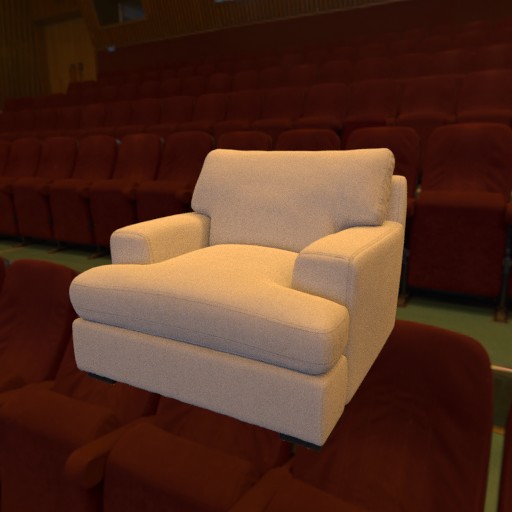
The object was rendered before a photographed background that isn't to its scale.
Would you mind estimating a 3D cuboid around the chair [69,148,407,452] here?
[{"bbox_3d":[0.000,0.000,1.964,1.140,0.930,1.158,7,15,27],"label":"chair"}]
